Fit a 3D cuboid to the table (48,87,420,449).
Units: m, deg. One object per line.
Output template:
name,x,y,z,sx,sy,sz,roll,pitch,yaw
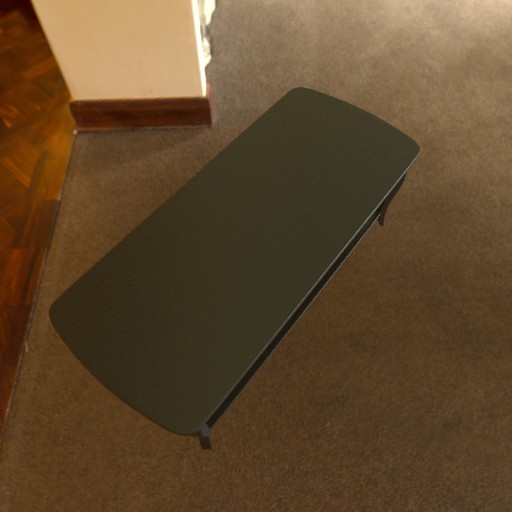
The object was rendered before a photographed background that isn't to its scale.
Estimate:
table,0.000,0.000,1.626,0.571,0.457,1.333,34,64,19
